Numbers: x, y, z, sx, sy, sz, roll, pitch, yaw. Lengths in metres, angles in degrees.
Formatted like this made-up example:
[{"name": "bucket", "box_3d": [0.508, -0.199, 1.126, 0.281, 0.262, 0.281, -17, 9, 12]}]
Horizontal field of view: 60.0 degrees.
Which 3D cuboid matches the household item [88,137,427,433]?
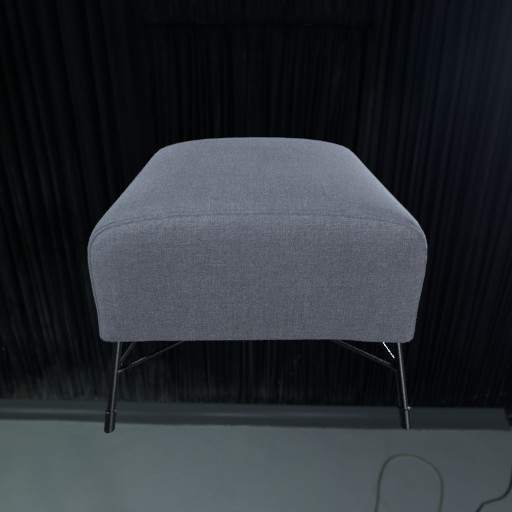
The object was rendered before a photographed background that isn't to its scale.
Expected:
[{"name": "household item", "box_3d": [0.000, 0.000, 0.906, 0.530, 0.410, 0.530, 0, 26, -1]}]
